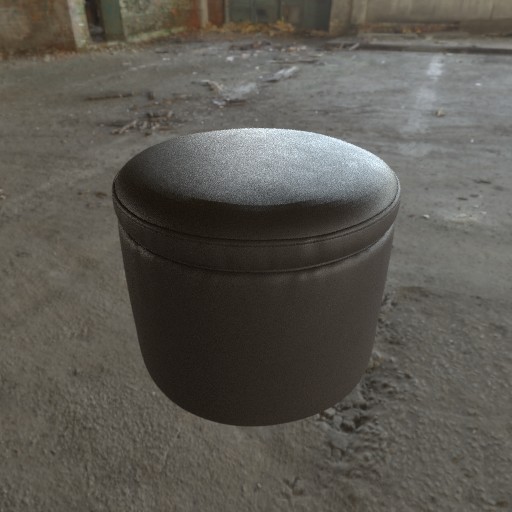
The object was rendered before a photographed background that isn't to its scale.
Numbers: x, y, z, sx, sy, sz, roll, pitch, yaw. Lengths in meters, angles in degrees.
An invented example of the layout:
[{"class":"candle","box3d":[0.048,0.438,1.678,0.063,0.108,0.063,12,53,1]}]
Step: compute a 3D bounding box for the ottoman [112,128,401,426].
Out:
[{"class":"ottoman","box3d":[0.000,0.000,0.874,0.500,0.409,0.500,0,31,0]}]
